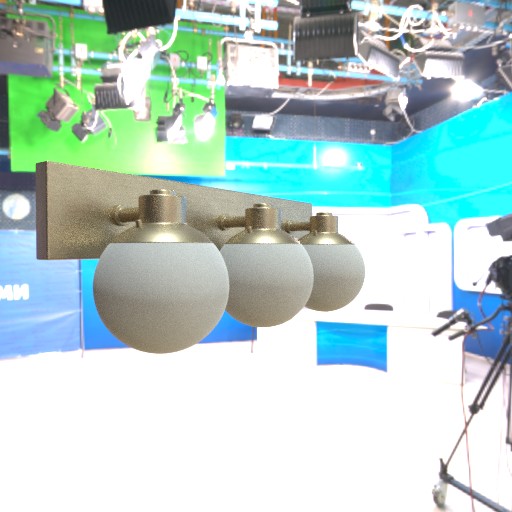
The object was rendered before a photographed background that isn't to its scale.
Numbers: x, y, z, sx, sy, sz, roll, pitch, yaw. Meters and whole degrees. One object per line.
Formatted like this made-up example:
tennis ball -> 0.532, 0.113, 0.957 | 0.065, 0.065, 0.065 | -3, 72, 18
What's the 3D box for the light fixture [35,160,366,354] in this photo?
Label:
light fixture -> 0.000, 0.000, 0.831 | 0.218, 0.263, 0.721 | 1, 1, 36
